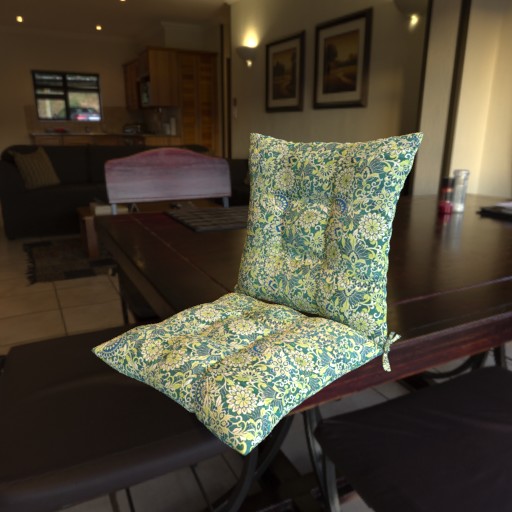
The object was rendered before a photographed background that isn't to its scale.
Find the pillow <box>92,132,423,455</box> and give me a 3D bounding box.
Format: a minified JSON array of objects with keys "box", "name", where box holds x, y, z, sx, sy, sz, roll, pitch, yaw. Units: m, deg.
[{"box":[0.000,0.000,1.000,0.541,0.536,0.585,14,21,41],"name":"pillow"}]
